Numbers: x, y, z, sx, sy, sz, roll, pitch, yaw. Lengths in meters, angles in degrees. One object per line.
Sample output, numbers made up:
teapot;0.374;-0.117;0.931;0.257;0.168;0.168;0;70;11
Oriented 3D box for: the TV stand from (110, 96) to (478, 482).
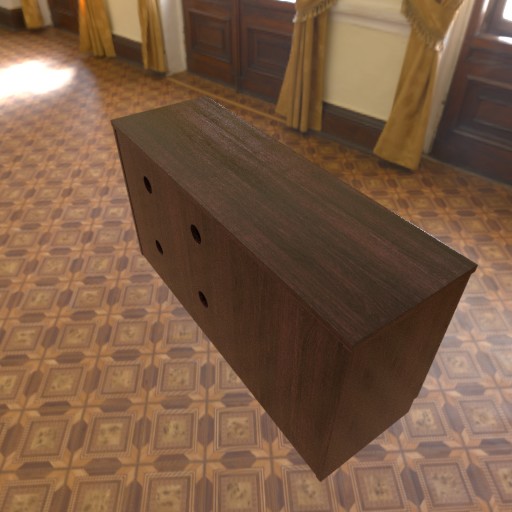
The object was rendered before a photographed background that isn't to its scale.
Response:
TV stand;0.000;0.000;1.470;0.404;0.614;1.192;-25;47;-26
